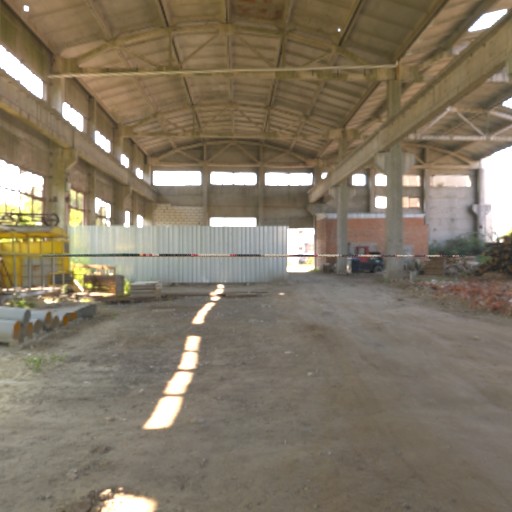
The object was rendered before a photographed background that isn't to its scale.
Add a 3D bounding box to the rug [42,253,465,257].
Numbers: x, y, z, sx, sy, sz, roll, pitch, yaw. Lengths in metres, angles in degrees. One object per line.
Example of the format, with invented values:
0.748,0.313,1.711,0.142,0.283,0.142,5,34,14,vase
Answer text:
0.000,0.000,2.283,1.825,0.009,1.221,0,0,-36,rug
